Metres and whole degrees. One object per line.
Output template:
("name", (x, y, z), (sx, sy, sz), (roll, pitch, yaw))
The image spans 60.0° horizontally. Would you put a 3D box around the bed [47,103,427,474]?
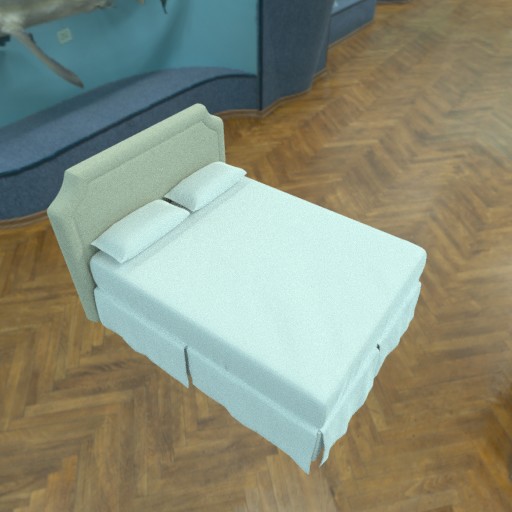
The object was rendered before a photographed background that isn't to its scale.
("bed", (0.000, 0.000, 3.161), (2.116, 1.290, 1.693), (26, 48, 26))
